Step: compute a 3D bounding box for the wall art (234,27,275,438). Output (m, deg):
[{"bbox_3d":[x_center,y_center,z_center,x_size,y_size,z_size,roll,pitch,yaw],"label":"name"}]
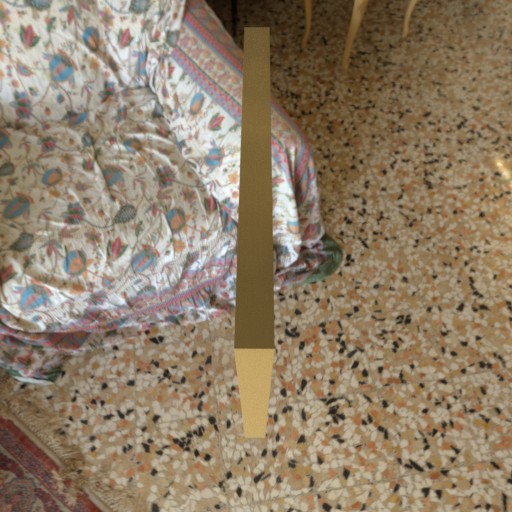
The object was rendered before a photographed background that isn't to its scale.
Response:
[{"bbox_3d":[0.000,0.000,0.762,0.038,0.508,0.507,0,59,0],"label":"wall art"}]
